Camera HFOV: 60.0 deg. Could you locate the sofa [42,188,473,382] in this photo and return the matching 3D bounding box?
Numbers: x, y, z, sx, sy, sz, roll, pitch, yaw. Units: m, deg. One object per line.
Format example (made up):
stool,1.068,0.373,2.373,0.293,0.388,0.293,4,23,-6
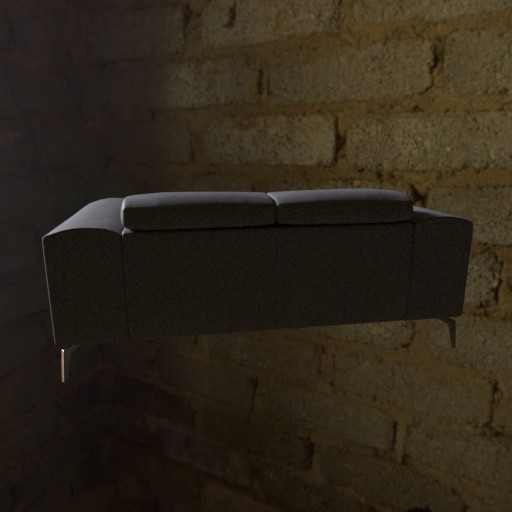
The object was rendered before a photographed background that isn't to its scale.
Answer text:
sofa,0.000,0.000,2.399,1.895,0.779,1.003,-3,15,-10
